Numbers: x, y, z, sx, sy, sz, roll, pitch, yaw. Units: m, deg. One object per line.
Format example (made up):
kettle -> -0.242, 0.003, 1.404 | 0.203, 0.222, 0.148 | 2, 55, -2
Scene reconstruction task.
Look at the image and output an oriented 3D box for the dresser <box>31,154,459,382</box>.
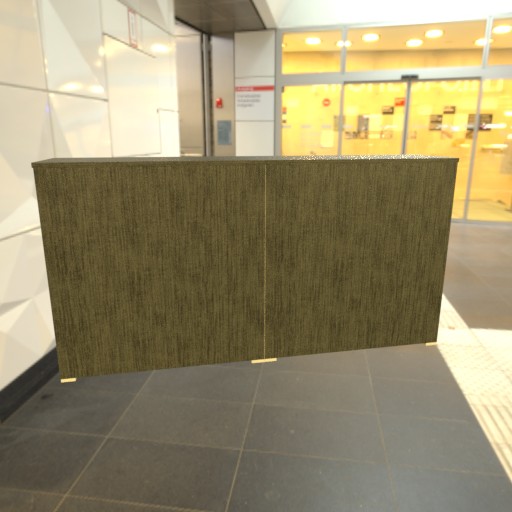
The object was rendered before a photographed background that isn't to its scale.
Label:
dresser -> 0.000, 0.000, 1.826 | 1.535, 0.790, 0.333 | -3, 16, -11
